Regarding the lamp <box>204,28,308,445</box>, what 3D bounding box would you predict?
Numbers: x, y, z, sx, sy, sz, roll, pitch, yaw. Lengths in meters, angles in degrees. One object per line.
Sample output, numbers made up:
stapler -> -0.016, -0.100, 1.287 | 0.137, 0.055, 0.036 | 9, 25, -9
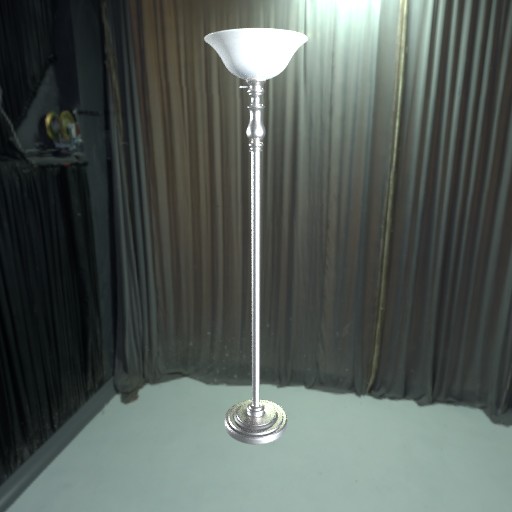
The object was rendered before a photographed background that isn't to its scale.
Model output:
lamp -> 0.000, 0.000, 1.986 | 0.405, 1.771, 0.405 | 2, 16, 8
